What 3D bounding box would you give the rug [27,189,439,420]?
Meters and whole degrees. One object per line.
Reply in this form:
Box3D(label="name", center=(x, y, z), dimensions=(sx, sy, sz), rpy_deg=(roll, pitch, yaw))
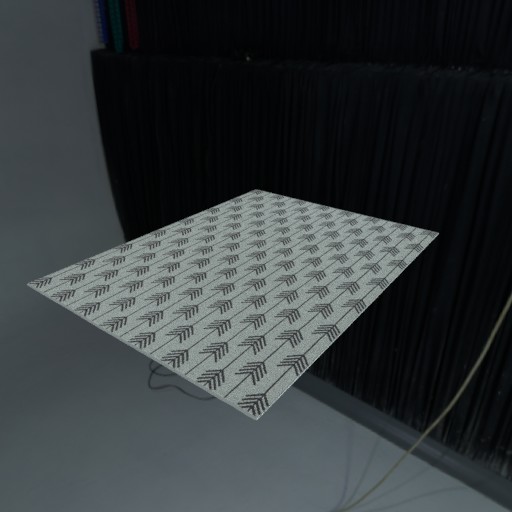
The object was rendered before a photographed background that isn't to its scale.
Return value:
Box3D(label="rug", center=(0.000, 0.000, 4.029), dimensions=(2.330, 0.010, 3.061), rpy_deg=(19, 32, 33))
